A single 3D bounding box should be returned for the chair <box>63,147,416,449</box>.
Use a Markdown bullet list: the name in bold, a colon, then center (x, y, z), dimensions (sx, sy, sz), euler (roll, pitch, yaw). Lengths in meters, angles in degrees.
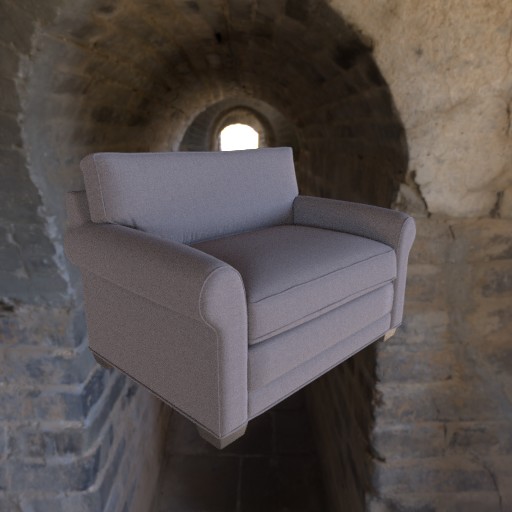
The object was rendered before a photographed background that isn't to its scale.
- **chair**: center (0.000, 0.000, 2.008), dimensions (0.930, 0.930, 1.390), euler (14, 21, 42)
